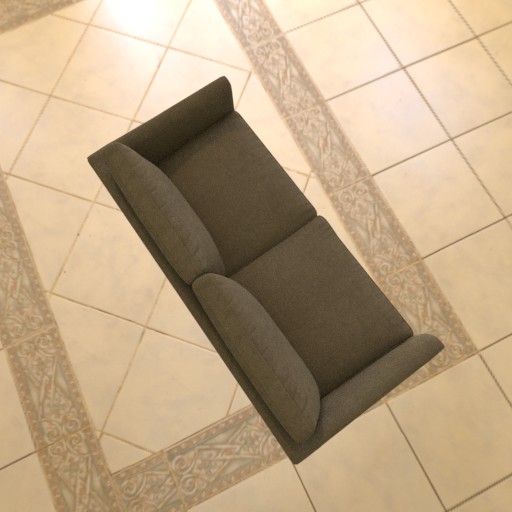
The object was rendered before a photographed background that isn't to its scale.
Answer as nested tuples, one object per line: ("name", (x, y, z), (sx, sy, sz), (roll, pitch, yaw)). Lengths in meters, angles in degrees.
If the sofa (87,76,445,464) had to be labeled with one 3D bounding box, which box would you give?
("sofa", (0.000, 0.000, 2.890), (1.092, 0.838, 2.257), (-35, 77, -9))
